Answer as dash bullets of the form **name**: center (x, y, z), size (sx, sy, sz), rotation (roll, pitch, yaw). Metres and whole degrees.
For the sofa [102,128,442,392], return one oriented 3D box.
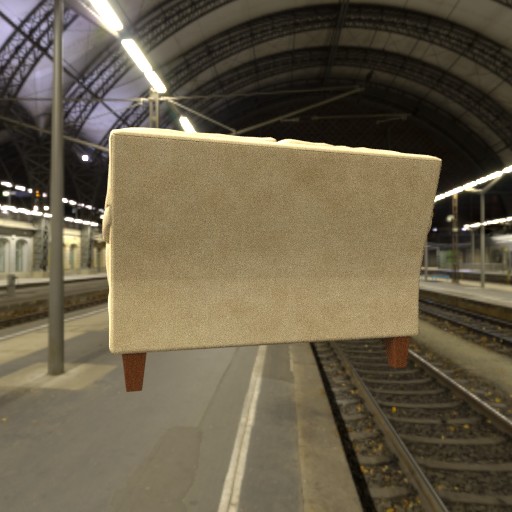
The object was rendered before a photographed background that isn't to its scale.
- **sofa**: center (0.000, 0.000, 2.298), size (1.498, 1.087, 1.086), rotation (0, -1, -18)
